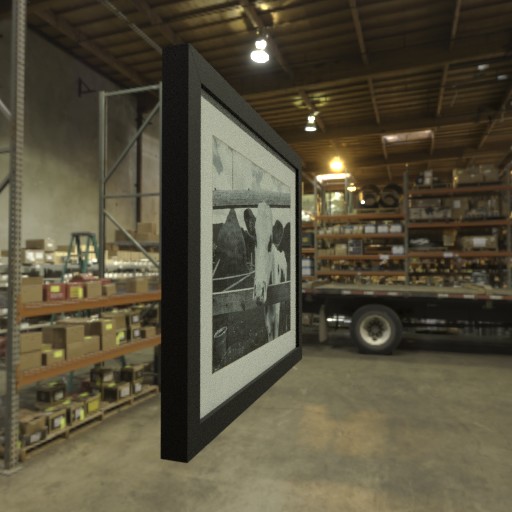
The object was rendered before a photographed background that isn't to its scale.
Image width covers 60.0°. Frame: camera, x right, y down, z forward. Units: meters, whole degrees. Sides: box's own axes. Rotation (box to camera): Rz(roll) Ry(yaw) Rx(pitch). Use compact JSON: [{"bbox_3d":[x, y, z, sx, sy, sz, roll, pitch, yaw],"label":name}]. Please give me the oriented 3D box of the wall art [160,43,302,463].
[{"bbox_3d":[0.000,0.000,0.541,0.024,0.329,0.404,0,-1,19],"label":"wall art"}]
